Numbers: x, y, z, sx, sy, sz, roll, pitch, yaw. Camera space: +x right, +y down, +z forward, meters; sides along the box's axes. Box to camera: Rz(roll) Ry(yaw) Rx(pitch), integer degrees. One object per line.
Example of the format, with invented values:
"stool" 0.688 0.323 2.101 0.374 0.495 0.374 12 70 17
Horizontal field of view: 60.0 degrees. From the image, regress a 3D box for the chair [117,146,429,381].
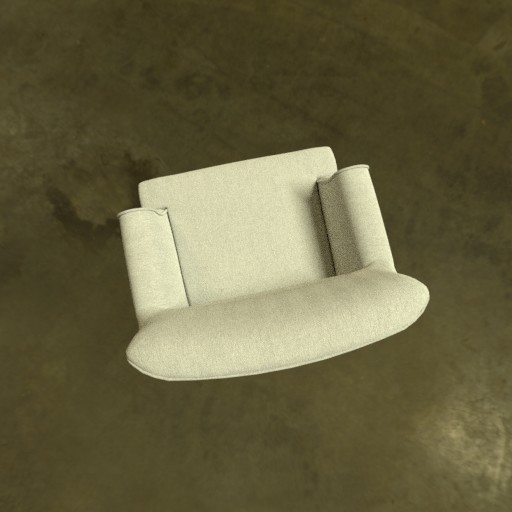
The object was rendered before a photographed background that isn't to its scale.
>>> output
"chair" 0.000 0.000 1.463 0.781 0.875 0.750 -12 75 -3
